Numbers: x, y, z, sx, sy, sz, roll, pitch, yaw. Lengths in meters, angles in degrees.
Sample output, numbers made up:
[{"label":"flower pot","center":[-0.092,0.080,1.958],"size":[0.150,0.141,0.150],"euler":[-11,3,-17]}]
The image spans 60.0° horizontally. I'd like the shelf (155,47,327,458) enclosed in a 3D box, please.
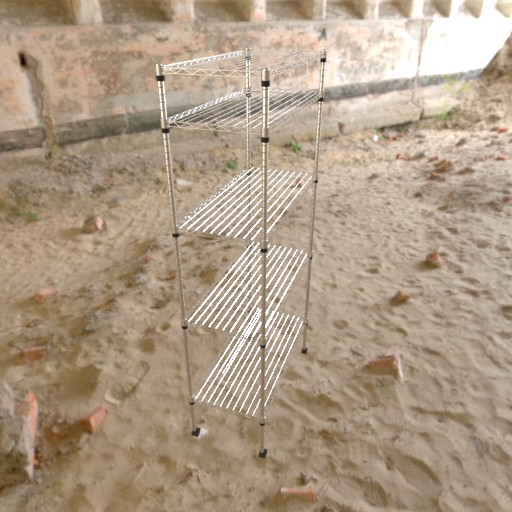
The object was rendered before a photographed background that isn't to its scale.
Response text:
[{"label":"shelf","center":[0.000,0.000,1.921],"size":[0.356,1.587,0.762],"euler":[10,30,18]}]
